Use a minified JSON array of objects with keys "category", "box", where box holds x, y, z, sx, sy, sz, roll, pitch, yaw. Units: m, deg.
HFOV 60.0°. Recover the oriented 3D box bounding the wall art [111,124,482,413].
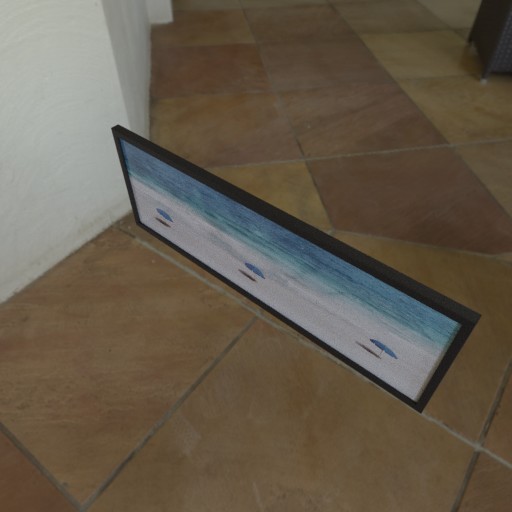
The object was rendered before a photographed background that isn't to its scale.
[{"category":"wall art","box":[0.000,0.000,1.746,1.572,0.554,0.041,31,54,26]}]
